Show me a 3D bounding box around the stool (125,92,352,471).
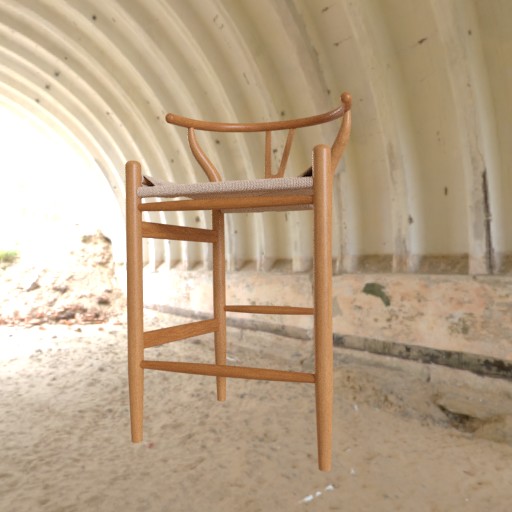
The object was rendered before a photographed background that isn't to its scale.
[{"bbox_3d":[0.000,0.000,1.317,0.569,0.970,0.579,0,-1,19],"label":"stool"}]
